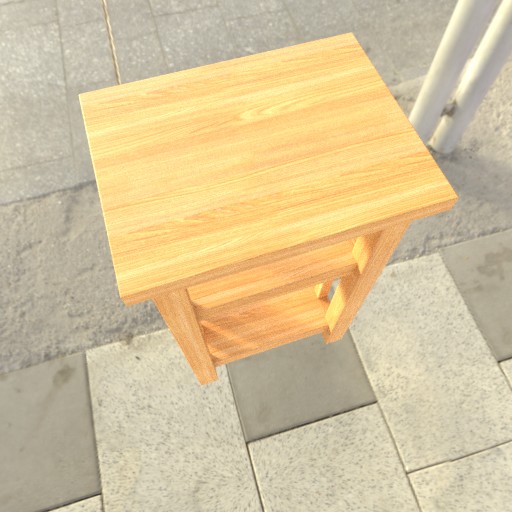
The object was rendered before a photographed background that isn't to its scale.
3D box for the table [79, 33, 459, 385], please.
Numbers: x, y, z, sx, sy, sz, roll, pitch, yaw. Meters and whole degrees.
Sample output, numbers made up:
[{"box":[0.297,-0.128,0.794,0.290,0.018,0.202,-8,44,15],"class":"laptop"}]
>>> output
[{"box":[0.000,0.000,0.732,0.350,0.550,0.270,-16,64,-8],"class":"table"}]
